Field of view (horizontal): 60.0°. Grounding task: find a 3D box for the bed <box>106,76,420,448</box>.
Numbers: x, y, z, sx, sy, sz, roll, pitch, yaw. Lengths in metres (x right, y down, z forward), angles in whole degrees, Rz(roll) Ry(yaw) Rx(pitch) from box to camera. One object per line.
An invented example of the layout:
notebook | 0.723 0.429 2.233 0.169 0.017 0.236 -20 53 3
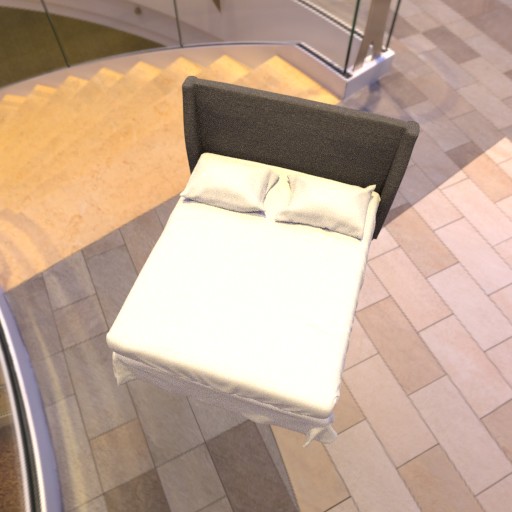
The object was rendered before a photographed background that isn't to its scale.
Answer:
bed | 0.000 0.000 3.488 1.925 1.332 2.276 15 59 9
